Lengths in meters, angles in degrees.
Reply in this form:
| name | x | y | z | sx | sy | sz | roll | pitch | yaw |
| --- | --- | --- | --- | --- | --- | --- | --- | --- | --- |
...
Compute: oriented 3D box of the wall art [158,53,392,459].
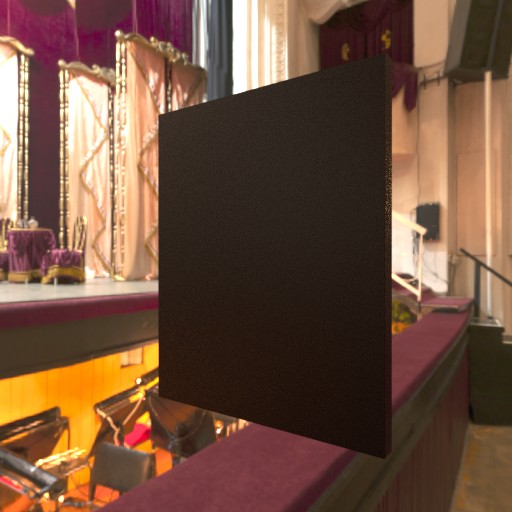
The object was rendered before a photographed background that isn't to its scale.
| name | x | y | z | sx | sy | sz | roll | pitch | yaw |
| --- | --- | --- | --- | --- | --- | --- | --- | --- | --- |
| wall art | 0.000 | 0.000 | 0.753 | 0.457 | 0.557 | 0.028 | 0 | 0 | 36 |
